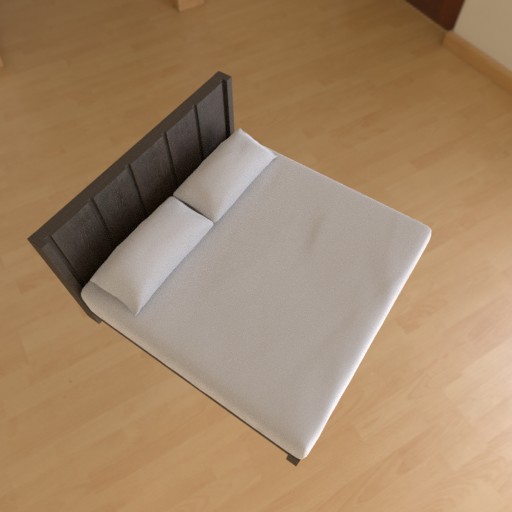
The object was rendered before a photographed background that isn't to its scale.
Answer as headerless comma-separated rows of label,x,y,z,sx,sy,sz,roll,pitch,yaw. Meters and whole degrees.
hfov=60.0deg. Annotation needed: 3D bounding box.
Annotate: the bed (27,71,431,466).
bed,0.000,0.000,3.615,2.238,1.261,2.143,30,63,17
